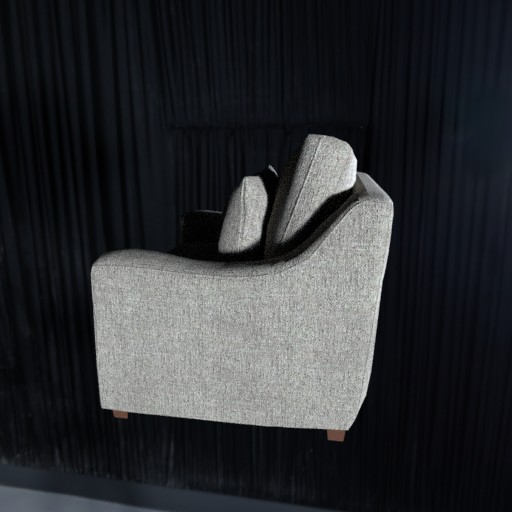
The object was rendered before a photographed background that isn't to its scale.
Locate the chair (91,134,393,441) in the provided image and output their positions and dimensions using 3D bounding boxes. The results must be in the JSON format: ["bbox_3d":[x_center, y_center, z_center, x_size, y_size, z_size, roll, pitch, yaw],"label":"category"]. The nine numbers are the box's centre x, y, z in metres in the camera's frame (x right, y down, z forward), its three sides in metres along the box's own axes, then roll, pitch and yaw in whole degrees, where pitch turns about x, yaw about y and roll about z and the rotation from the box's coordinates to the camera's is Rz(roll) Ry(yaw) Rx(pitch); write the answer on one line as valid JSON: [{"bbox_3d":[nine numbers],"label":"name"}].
[{"bbox_3d":[0.000,0.000,1.977,1.009,1.037,1.138,2,15,9],"label":"chair"}]
